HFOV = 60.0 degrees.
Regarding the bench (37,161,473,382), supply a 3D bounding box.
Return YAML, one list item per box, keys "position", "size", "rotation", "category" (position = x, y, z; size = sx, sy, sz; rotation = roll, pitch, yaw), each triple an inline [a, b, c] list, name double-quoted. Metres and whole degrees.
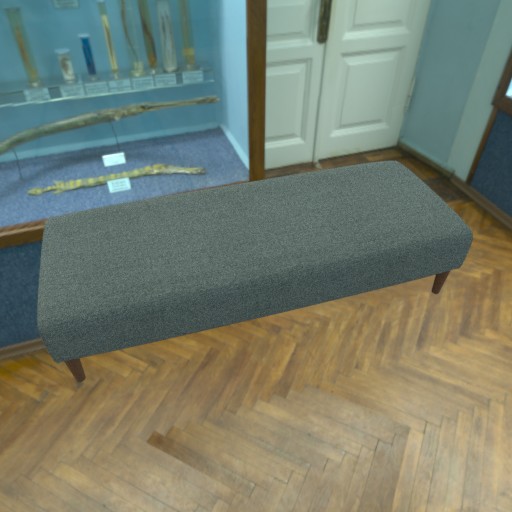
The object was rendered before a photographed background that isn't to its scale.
- position: [0.000, 0.000, 1.846]
  size: [1.598, 0.384, 0.631]
  rotation: [-12, 43, -13]
  category: "bench"
